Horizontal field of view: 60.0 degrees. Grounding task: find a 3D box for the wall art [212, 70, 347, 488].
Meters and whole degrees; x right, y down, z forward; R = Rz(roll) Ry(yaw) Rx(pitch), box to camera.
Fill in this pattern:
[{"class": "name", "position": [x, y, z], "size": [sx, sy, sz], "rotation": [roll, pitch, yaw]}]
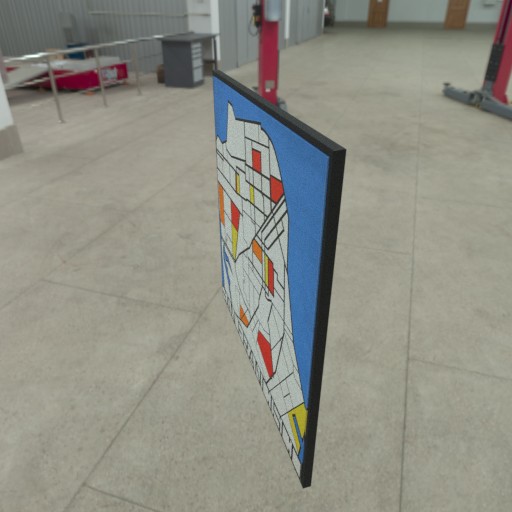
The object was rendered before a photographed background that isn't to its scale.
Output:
[{"class": "wall art", "position": [0.000, 0.000, 0.662], "size": [0.013, 0.457, 0.458], "rotation": [-9, 32, -15]}]
